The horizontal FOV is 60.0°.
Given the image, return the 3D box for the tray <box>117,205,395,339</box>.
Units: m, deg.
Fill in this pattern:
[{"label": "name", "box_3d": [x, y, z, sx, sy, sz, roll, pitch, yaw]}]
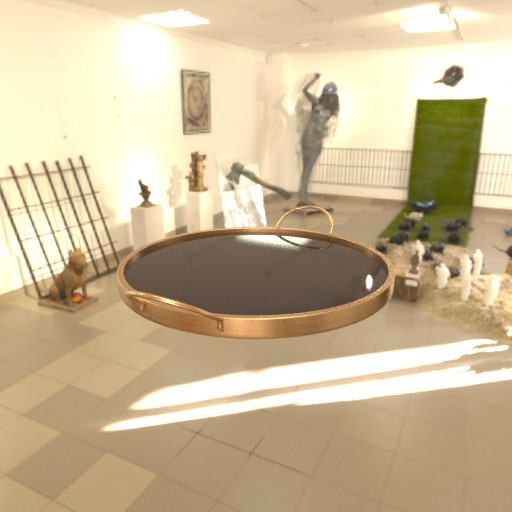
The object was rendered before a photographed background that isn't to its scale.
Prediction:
[{"label": "tray", "box_3d": [0.000, 0.000, 0.726, 0.438, 0.069, 0.543, 9, 20, 25]}]
